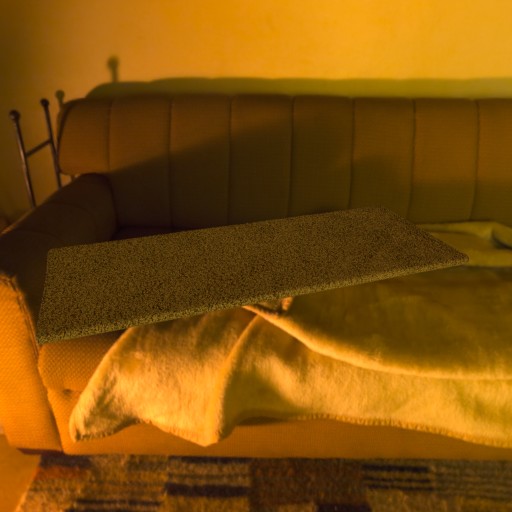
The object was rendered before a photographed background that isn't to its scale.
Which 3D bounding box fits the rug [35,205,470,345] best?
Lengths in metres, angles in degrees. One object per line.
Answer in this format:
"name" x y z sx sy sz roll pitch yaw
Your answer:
"rug" 0.000 0.000 1.721 1.524 0.030 0.609 -9 28 -17
